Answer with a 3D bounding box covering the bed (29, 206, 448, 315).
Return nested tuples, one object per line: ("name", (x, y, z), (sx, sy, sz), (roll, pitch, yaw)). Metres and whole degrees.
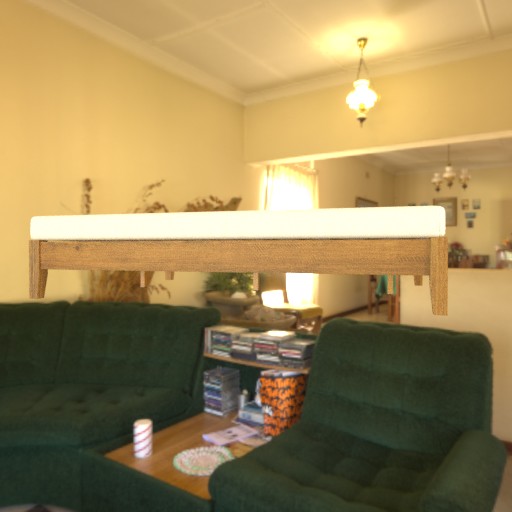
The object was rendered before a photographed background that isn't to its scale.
("bed", (0.000, 0.000, 2.732), (2.016, 0.431, 1.536), (0, 1, 17))
